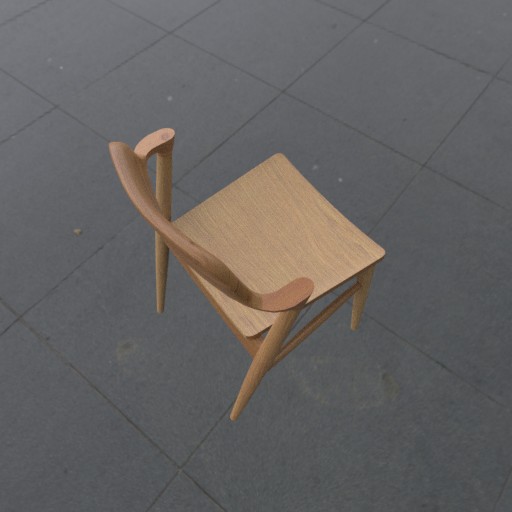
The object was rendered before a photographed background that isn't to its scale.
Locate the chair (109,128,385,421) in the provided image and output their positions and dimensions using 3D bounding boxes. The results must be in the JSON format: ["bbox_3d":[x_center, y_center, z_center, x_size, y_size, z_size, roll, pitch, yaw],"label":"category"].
[{"bbox_3d":[0.000,0.000,1.132,0.499,0.792,0.512,-32,64,-18],"label":"chair"}]
